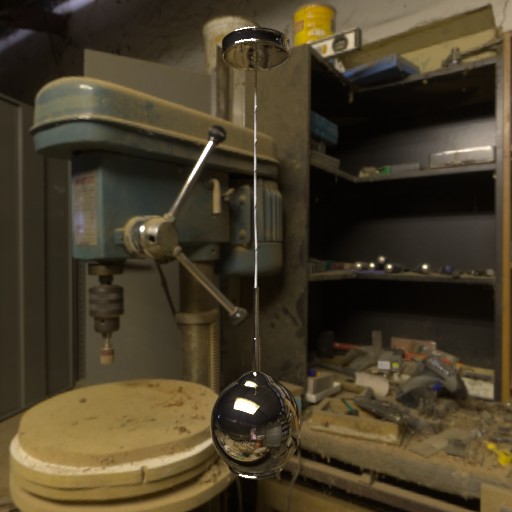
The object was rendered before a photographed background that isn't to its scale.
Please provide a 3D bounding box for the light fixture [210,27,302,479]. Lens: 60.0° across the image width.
[{"bbox_3d":[0.000,0.000,1.619,0.336,1.538,0.336,0,1,36],"label":"light fixture"}]
